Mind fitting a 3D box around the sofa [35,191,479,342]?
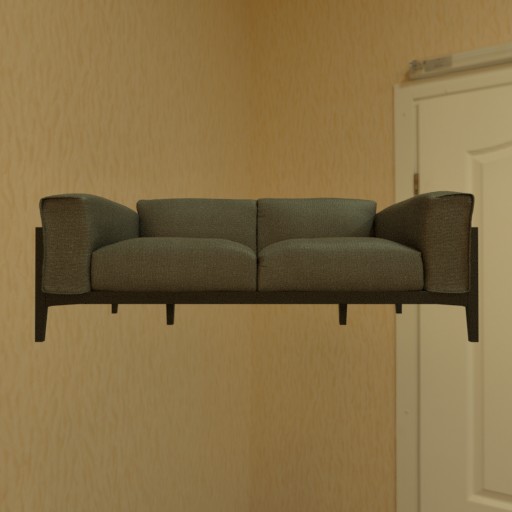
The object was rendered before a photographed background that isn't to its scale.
[{"bbox_3d":[0.000,0.000,2.132,1.690,0.656,0.960,0,0,0],"label":"sofa"}]
